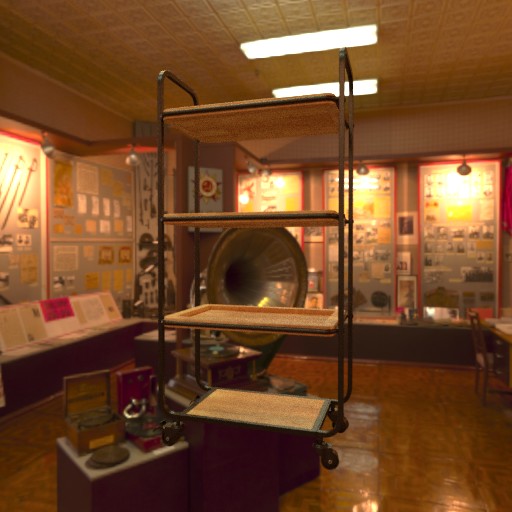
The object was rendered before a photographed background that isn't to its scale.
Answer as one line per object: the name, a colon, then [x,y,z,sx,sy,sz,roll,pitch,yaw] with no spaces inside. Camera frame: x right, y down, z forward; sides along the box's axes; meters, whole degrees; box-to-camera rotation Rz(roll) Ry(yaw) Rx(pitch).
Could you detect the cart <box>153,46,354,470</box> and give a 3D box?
cart: [0.000,0.000,1.310,0.545,1.080,0.321,0,1,17]
